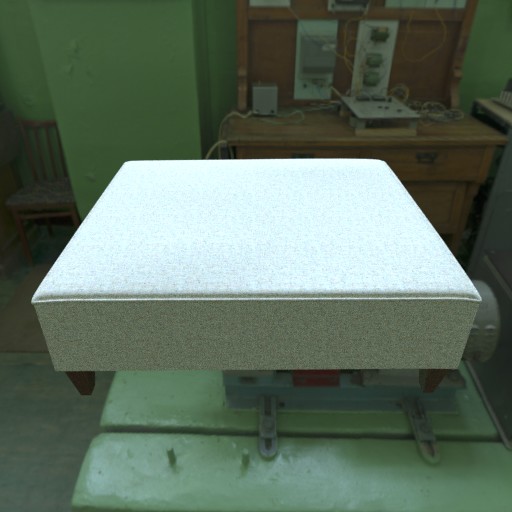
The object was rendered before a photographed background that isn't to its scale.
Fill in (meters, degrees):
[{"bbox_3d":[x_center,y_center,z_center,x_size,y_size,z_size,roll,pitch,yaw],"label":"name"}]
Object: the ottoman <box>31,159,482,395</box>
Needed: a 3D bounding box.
[{"bbox_3d":[0.000,0.000,1.195,0.835,0.303,0.736,0,32,0],"label":"ottoman"}]
